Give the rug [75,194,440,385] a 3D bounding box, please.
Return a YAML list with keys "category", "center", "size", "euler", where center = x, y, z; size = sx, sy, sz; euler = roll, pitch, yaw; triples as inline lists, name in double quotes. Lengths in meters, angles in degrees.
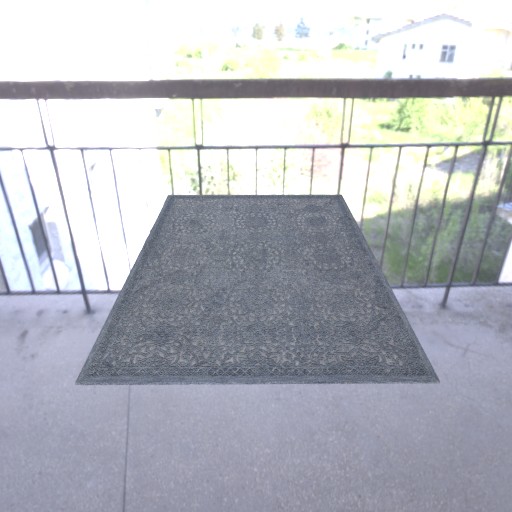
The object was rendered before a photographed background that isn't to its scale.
- category: "rug"
  center: [0.000, 0.000, 2.273]
  size: [1.208, 0.012, 1.819]
  euler: [0, 28, 0]
